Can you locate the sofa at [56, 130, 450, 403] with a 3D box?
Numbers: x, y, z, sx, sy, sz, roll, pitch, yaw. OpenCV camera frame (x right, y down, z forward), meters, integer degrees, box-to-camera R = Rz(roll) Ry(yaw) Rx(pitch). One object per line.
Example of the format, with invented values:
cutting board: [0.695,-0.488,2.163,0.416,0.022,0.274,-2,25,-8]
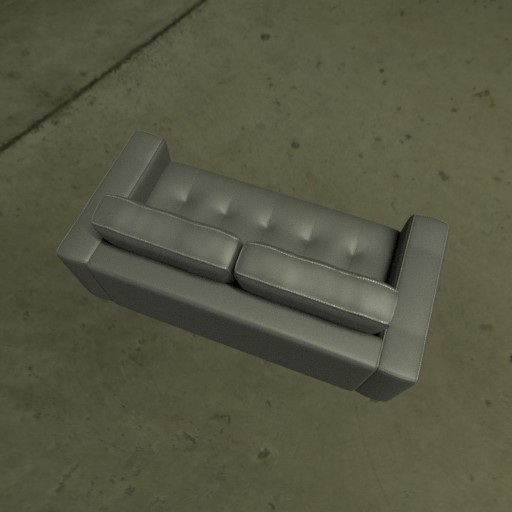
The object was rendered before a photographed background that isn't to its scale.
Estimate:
sofa: [0.000,0.000,2.247,1.726,0.892,0.833,18,65,9]
